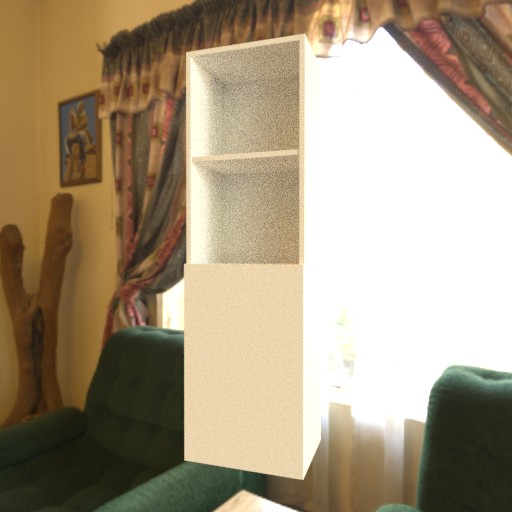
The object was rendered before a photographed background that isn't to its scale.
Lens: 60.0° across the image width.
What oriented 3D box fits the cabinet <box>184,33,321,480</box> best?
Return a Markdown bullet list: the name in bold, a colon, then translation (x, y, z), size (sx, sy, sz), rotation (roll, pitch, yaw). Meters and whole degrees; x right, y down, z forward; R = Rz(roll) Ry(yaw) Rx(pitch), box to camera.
- **cabinet**: translation (0.000, 0.000, 1.537), size (0.400, 1.350, 0.300), rotation (0, 1, 18)
